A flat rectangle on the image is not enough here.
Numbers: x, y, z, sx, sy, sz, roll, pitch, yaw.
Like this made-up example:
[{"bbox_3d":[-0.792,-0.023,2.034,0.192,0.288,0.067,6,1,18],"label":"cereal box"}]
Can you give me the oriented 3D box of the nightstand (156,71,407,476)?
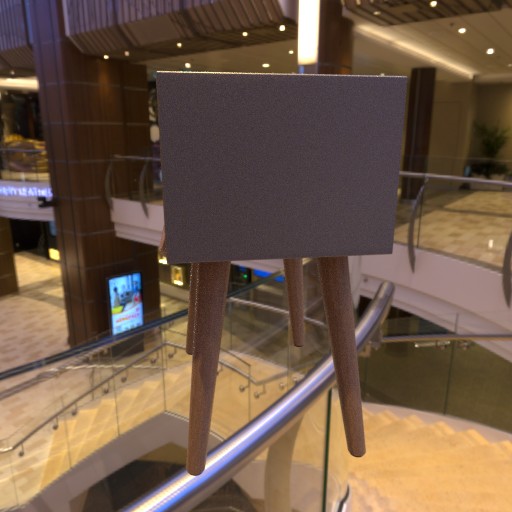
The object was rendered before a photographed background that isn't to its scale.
[{"bbox_3d":[0.000,0.000,0.720,0.288,0.508,0.370,-2,16,-9],"label":"nightstand"}]
